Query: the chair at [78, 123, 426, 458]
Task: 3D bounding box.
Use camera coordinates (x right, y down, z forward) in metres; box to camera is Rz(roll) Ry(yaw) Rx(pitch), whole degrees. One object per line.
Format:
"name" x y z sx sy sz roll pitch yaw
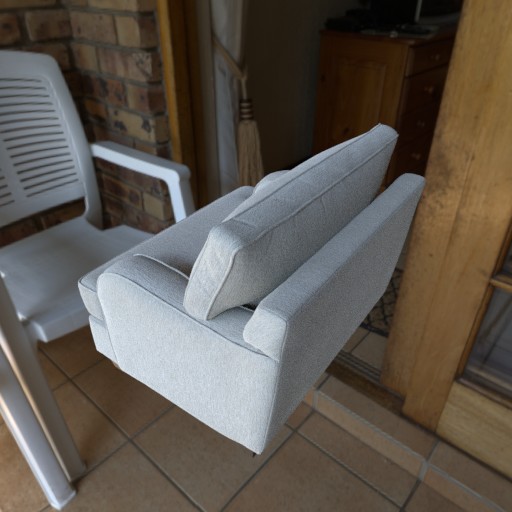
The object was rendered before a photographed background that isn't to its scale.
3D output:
"chair" 0.000 0.000 1.994 1.041 1.016 1.220 21 39 29
